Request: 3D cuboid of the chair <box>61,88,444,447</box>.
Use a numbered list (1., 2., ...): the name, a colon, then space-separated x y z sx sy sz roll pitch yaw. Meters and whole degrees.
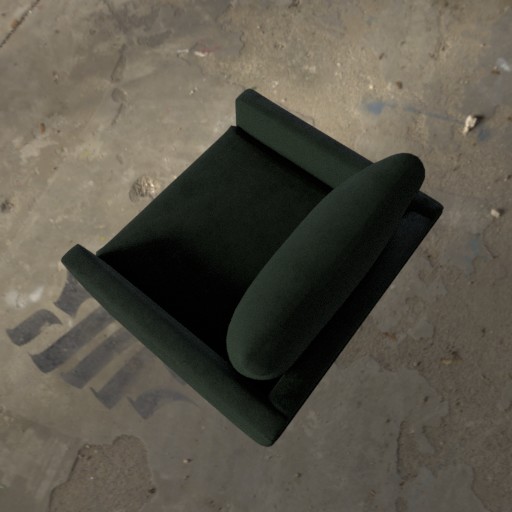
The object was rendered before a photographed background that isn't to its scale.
1. chair: 0.000 0.000 1.590 0.866 0.861 0.963 36 70 16
